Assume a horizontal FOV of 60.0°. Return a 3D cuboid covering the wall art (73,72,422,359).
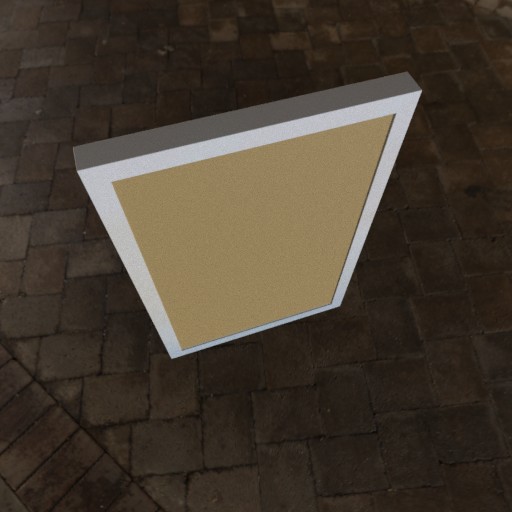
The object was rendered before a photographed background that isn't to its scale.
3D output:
[{"bbox_3d":[0.000,0.000,0.768,0.408,0.611,0.038,-16,60,-9],"label":"wall art"}]
